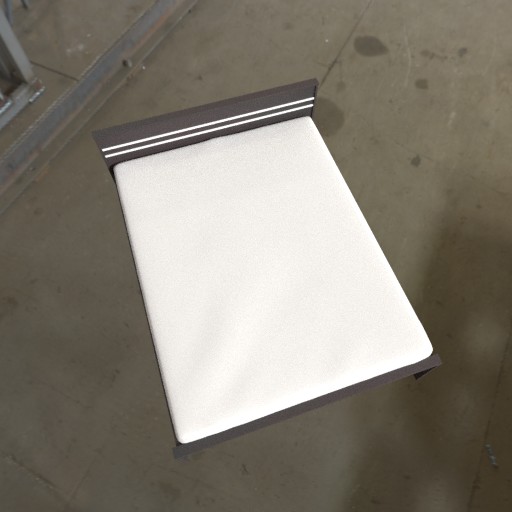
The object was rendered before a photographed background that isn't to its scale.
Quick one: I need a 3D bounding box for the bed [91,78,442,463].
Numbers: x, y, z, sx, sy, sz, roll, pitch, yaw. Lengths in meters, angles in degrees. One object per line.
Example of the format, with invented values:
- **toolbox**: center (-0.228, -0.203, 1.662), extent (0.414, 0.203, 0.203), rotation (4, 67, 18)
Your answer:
- **bed**: center (0.000, 0.000, 3.004), extent (1.634, 0.808, 2.103), rotation (-17, 64, -9)
